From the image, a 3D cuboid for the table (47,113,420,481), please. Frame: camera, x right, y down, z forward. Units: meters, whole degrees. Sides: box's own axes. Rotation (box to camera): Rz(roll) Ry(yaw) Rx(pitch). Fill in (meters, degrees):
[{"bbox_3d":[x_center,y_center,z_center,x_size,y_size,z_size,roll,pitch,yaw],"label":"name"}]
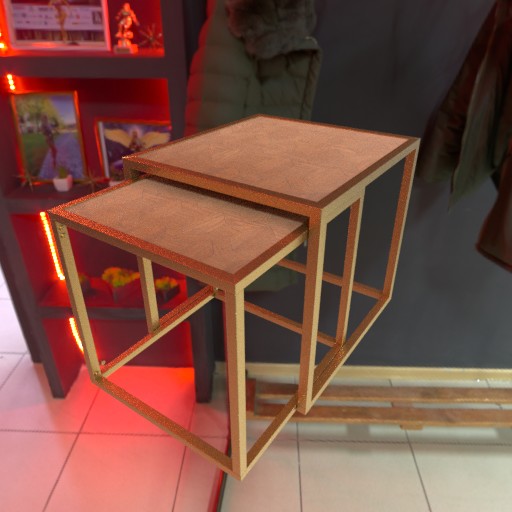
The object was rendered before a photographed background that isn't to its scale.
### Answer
[{"bbox_3d":[0.000,0.000,1.115,0.505,0.505,0.762,19,35,29],"label":"table"}]
